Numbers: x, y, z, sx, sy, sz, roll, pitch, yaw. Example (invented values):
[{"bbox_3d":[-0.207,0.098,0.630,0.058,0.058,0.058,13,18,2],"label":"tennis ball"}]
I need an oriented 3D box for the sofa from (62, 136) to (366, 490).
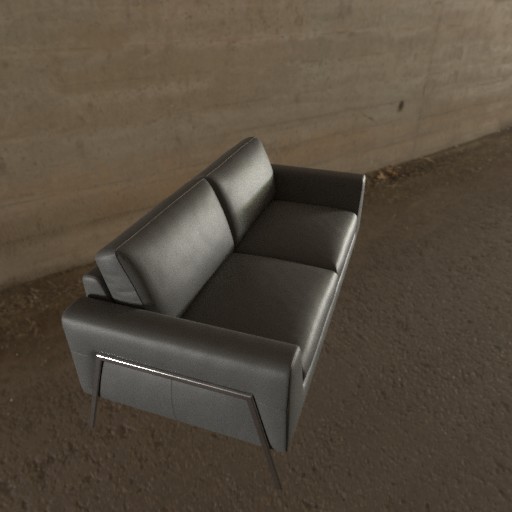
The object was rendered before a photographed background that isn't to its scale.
[{"bbox_3d":[0.000,0.000,2.499,0.953,0.875,2.017,10,32,16],"label":"sofa"}]
